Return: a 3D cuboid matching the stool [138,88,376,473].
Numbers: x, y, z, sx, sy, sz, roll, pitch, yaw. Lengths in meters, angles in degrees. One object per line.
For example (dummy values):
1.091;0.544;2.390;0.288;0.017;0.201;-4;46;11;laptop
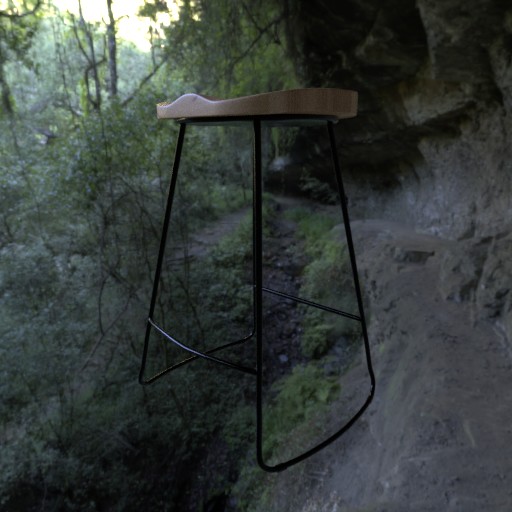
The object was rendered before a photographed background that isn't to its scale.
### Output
0.000;0.000;0.978;0.480;0.679;0.401;14;20;43;stool
